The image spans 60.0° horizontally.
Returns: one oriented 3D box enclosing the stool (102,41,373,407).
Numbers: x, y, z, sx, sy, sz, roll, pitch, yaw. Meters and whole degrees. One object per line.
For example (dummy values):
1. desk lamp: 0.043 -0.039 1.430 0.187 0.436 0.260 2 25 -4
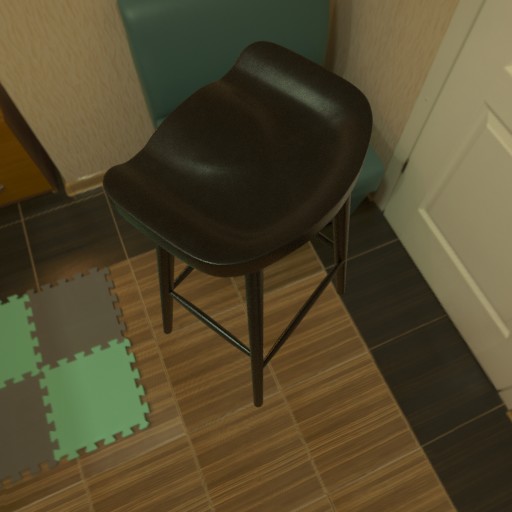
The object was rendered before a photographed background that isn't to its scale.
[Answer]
1. stool: 0.000 0.000 0.996 0.361 0.749 0.440 35 69 15
